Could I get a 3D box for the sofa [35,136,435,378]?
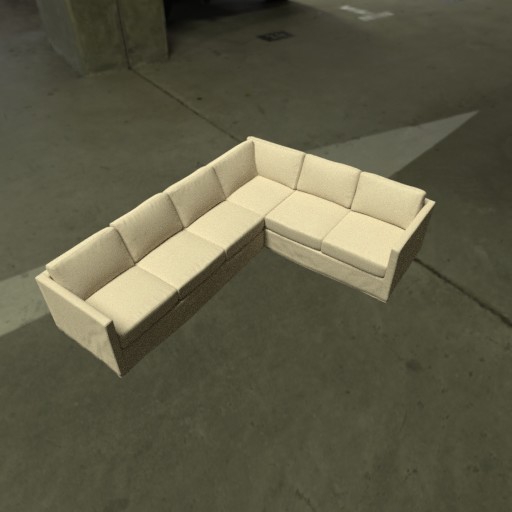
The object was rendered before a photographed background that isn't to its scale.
[{"bbox_3d":[0.000,0.000,4.405,2.432,0.871,3.182,25,47,26],"label":"sofa"}]
